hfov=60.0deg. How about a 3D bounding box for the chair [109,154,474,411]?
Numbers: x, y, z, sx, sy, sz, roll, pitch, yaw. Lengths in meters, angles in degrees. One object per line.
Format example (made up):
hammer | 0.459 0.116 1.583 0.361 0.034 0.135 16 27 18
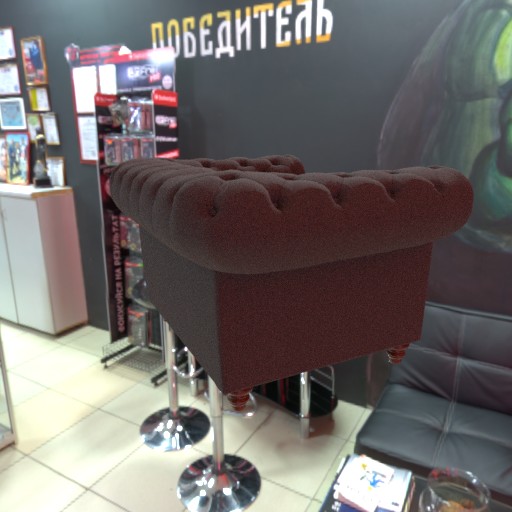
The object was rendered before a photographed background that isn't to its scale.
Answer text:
chair | 0.000 0.000 1.825 0.976 0.770 1.270 -8 17 -26
